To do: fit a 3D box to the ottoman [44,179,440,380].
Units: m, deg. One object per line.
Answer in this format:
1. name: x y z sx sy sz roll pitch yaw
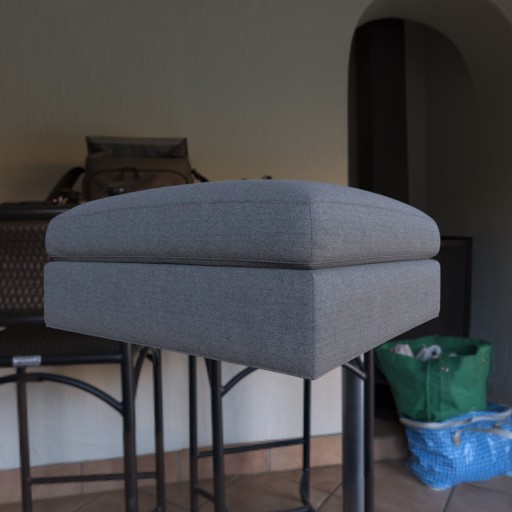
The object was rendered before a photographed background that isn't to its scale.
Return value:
1. ottoman: 0.000 0.000 1.589 1.041 0.470 1.041 1 2 36
